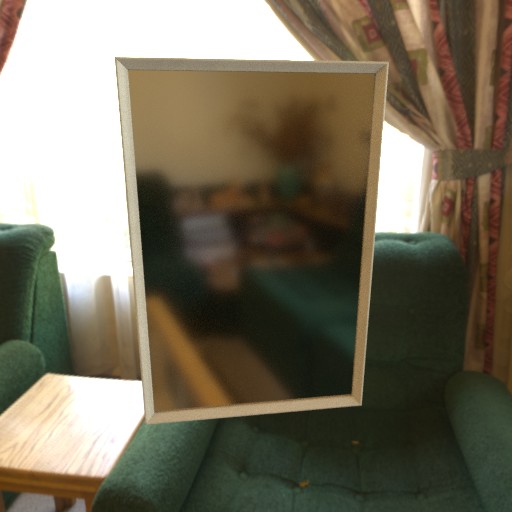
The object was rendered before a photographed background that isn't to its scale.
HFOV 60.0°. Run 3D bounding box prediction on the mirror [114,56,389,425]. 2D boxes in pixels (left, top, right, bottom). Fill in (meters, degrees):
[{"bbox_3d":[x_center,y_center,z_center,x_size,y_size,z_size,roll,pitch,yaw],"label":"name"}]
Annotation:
[{"bbox_3d":[0.000,0.000,1.125,0.609,0.915,0.041,-2,17,-8],"label":"mirror"}]
